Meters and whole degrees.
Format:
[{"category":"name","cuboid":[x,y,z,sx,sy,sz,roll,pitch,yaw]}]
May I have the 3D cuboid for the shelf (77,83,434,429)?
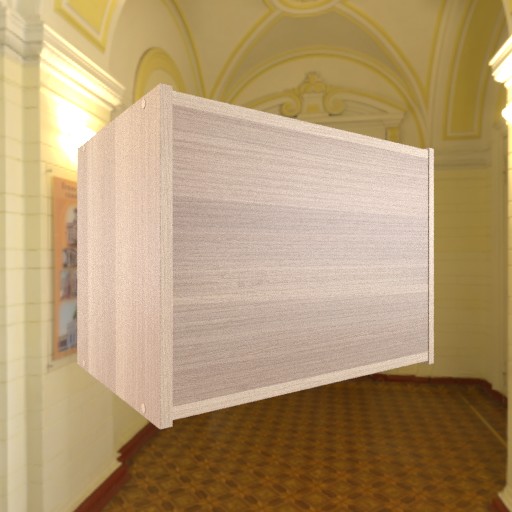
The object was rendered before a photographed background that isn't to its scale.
[{"category":"shelf","cuboid":[0.000,0.000,0.628,0.415,0.305,0.290,0,0,-35]}]
